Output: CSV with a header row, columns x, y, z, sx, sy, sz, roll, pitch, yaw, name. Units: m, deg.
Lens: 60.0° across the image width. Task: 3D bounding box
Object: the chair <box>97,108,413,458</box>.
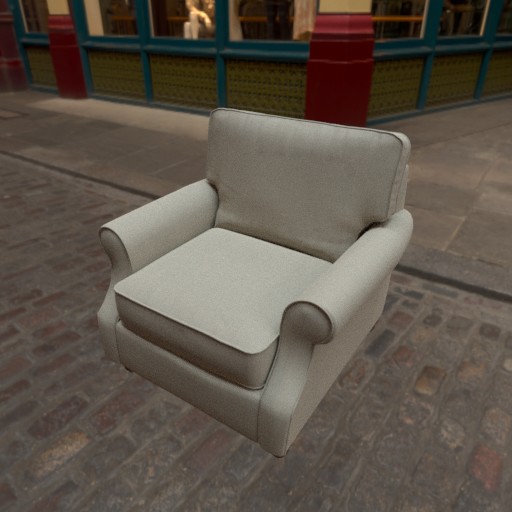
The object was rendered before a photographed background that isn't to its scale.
x,y,z,sx,sy,sz,roll,pitch,yaw,name
0.000,0.000,1.755,1.029,0.967,0.966,18,34,29,chair
